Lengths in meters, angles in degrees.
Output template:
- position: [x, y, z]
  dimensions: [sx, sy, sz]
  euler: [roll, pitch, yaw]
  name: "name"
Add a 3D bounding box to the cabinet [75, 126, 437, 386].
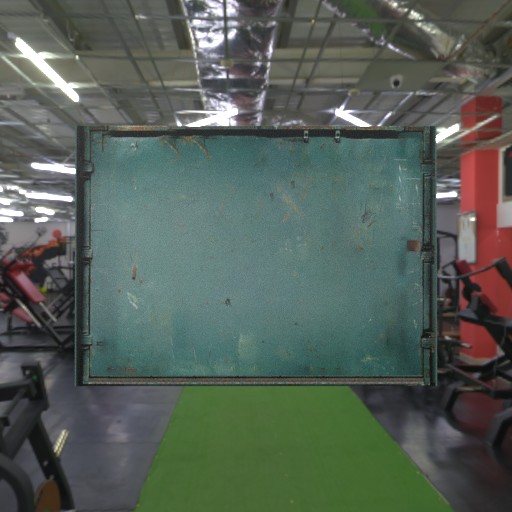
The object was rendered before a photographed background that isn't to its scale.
- position: [0.000, 0.000, 4.017]
  dimensions: [3.001, 2.160, 0.680]
  euler: [0, 0, 0]
  name: "cabinet"
